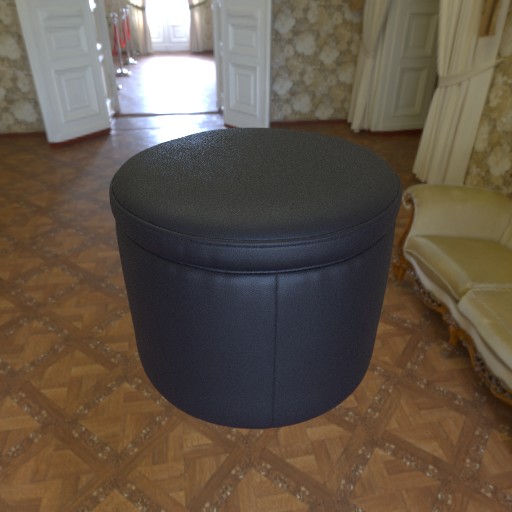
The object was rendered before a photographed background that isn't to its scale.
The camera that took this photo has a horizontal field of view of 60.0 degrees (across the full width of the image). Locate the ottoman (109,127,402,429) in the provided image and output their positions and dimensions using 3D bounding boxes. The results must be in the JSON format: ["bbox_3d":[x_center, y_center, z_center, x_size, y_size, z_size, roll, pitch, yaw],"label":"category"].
[{"bbox_3d":[0.000,0.000,0.868,0.501,0.409,0.501,0,31,0],"label":"ottoman"}]
